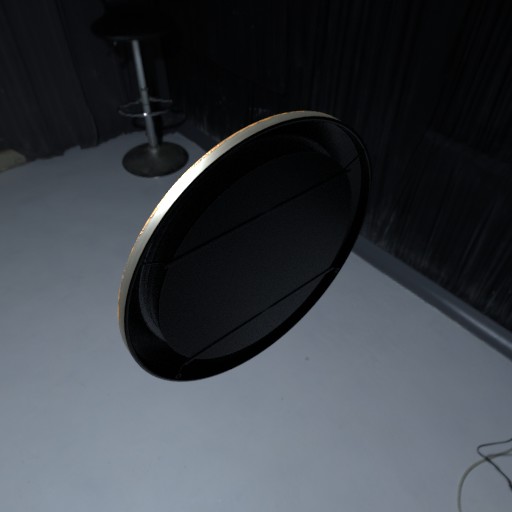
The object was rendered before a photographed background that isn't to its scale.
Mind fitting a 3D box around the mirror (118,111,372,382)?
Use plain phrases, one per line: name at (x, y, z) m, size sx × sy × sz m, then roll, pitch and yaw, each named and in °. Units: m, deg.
mirror at (0.000, 0.000, 1.343) m, size 0.907 × 0.907 × 0.111 m, roll -30°, pitch 52°, yaw -26°
